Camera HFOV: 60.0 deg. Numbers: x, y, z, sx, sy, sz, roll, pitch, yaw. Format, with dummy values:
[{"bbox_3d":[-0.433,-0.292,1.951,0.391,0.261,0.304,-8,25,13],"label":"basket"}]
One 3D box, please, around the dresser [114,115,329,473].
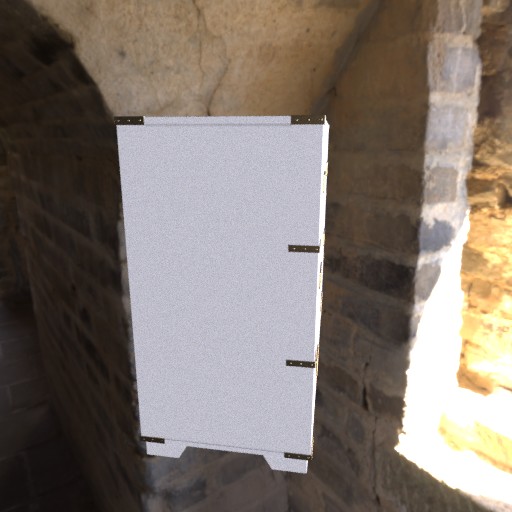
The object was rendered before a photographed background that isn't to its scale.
[{"bbox_3d":[0.000,0.000,1.539,0.460,0.891,1.022,3,16,9],"label":"dresser"}]
